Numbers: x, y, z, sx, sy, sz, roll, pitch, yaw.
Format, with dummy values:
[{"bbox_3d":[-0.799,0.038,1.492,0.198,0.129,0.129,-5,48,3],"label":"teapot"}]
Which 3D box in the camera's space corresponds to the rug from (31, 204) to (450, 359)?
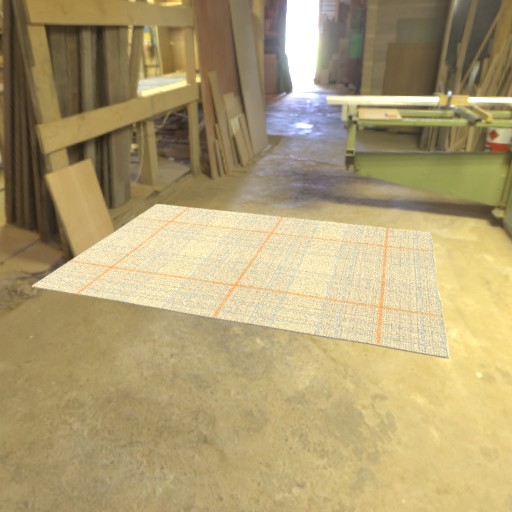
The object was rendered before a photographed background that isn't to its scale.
[{"bbox_3d":[0.000,0.000,2.362,1.825,0.015,1.232,7,27,15],"label":"rug"}]
